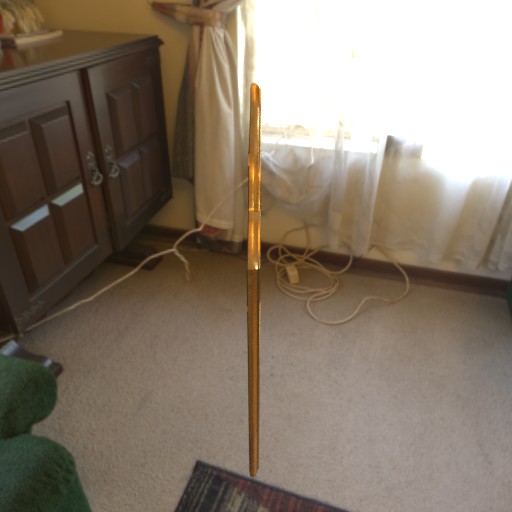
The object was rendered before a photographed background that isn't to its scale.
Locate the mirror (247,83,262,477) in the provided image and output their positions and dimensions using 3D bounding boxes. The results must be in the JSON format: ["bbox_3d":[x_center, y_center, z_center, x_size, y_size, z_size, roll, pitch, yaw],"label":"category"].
[{"bbox_3d":[0.000,0.000,0.858,0.018,0.635,0.513,0,32,1],"label":"mirror"}]
